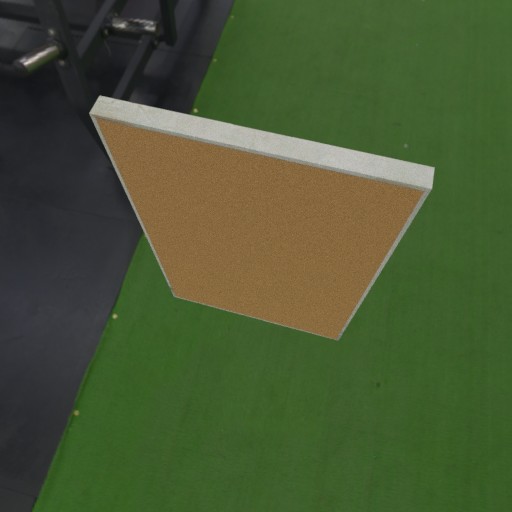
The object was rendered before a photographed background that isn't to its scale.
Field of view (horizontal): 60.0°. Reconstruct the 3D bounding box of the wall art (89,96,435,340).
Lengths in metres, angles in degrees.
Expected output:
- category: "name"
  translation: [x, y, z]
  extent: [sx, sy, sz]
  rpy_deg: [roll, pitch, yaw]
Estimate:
- category: "wall art"
  translation: [0.000, 0.000, 0.984]
  extent: [0.508, 0.764, 0.038]
  rpy_deg: [14, 65, 7]
